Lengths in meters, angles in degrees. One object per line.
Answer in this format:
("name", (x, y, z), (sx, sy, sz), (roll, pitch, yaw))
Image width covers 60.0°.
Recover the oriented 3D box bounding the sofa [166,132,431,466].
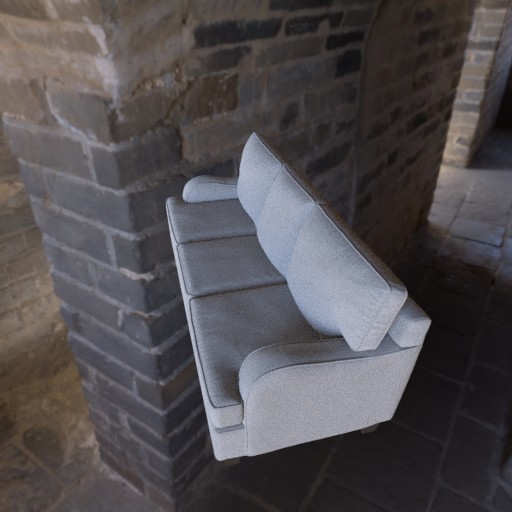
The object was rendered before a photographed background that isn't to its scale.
("sofa", (0.000, 0.000, 2.921), (1.016, 0.997, 2.323), (-8, 32, -12))
